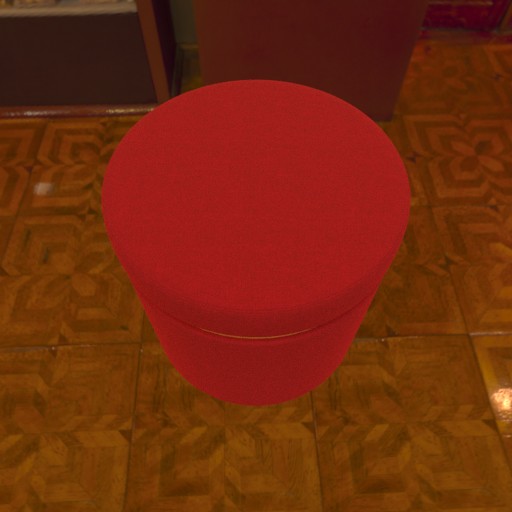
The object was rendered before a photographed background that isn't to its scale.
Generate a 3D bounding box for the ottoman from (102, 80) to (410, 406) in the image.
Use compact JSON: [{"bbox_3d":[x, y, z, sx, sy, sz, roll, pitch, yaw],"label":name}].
[{"bbox_3d":[0.000,0.000,0.737,0.400,0.406,0.400,0,57,0],"label":"ottoman"}]
